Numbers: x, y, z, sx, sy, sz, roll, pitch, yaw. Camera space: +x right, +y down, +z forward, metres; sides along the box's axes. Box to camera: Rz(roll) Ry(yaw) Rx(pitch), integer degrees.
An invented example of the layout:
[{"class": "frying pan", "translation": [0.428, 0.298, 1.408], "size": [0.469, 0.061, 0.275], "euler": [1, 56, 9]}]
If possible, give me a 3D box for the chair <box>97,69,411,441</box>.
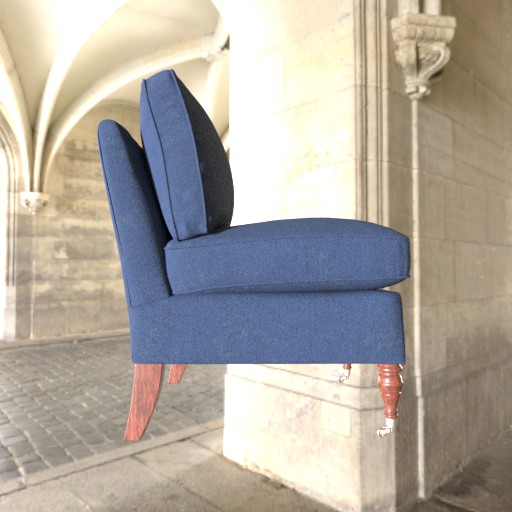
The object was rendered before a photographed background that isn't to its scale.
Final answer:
[{"class": "chair", "translation": [0.000, 0.000, 1.582], "size": [0.912, 1.052, 0.724], "euler": [0, -2, 0]}]
